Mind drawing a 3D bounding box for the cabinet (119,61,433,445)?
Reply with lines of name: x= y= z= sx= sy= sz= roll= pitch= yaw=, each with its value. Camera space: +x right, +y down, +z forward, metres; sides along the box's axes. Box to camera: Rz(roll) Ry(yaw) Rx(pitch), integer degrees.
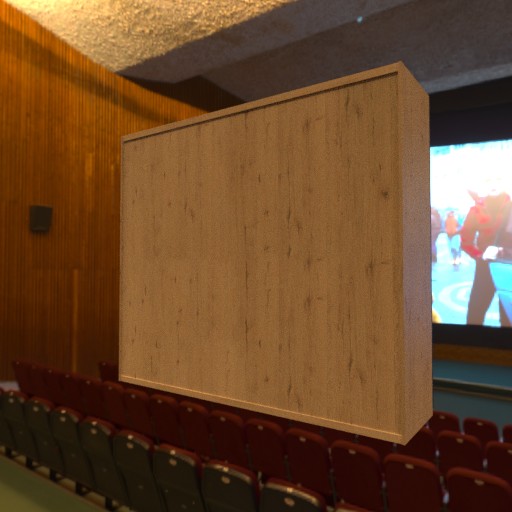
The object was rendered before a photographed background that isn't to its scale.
cabinet: x=0.000 y=0.000 z=3.500 sx=2.500 sy=2.180 sz=0.660 roll=-1 pitch=-2 yaw=35
